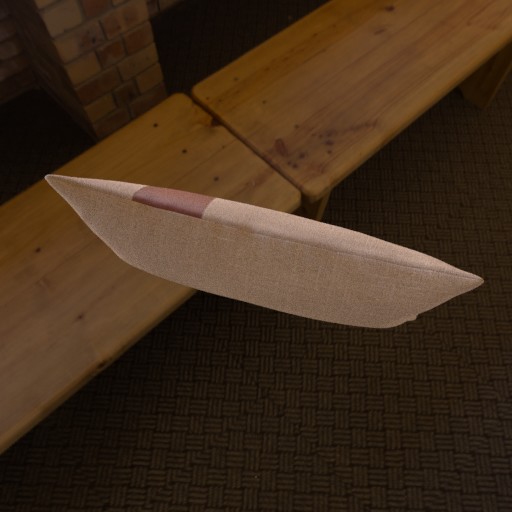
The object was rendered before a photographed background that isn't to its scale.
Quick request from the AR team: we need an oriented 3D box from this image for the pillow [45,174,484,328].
[{"bbox_3d":[0.000,0.000,0.733,0.612,0.282,0.155,14,64,7],"label":"pillow"}]
